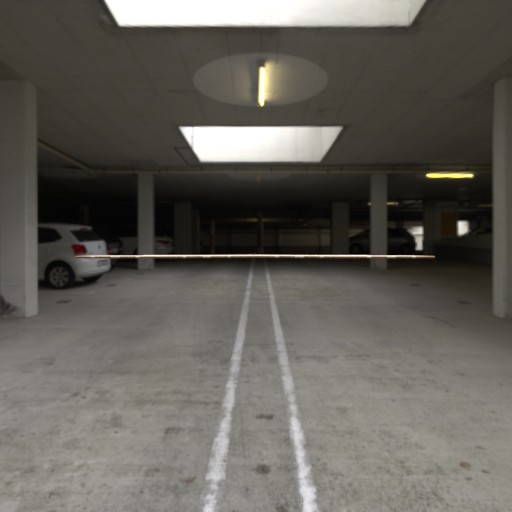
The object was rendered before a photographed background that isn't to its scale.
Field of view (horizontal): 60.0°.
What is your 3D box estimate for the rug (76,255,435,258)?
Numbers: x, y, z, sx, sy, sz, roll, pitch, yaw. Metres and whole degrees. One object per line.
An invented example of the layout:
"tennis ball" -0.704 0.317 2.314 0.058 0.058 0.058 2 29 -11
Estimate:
"rug" 0.000 0.000 2.274 1.152 0.013 1.761 0 0 0
